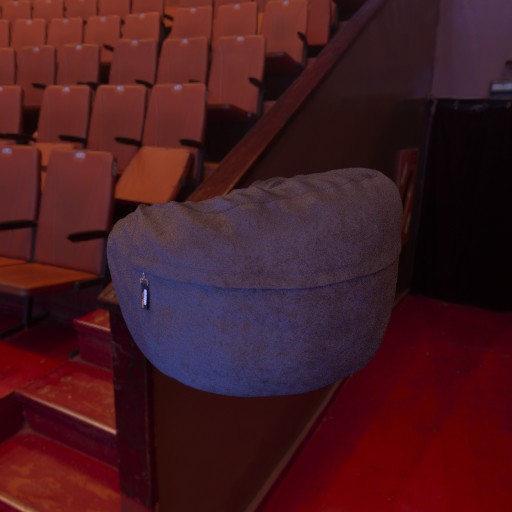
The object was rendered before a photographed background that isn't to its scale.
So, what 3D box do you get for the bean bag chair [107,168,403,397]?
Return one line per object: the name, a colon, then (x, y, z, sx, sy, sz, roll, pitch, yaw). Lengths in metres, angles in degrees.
bean bag chair: (0.000, 0.000, 2.010, 1.245, 0.821, 1.245, 0, 16, 0)
